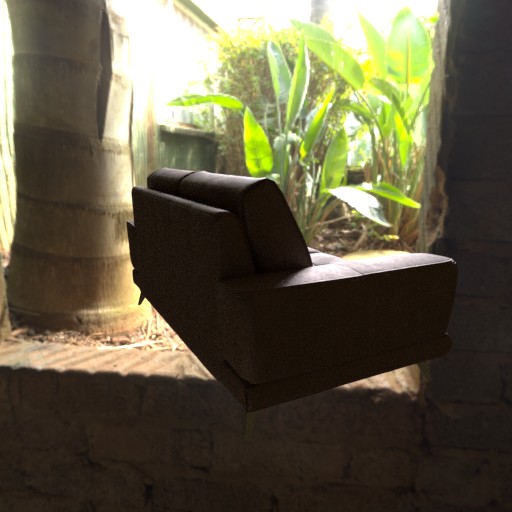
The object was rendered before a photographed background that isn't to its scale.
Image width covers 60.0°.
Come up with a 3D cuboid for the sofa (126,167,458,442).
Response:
[{"bbox_3d":[0.000,0.000,2.373,1.018,0.907,1.806,-7,15,-27],"label":"sofa"}]
